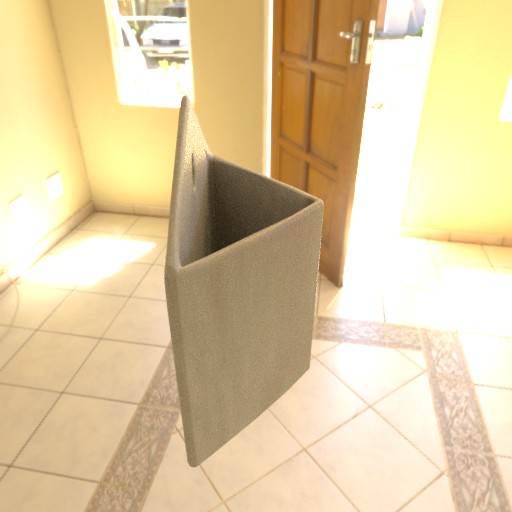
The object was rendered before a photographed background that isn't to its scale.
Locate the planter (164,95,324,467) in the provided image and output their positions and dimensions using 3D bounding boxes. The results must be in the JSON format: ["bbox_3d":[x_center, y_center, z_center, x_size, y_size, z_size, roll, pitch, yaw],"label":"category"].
[{"bbox_3d":[0.000,0.000,0.279,0.080,0.194,0.163,0,32,1],"label":"planter"}]
